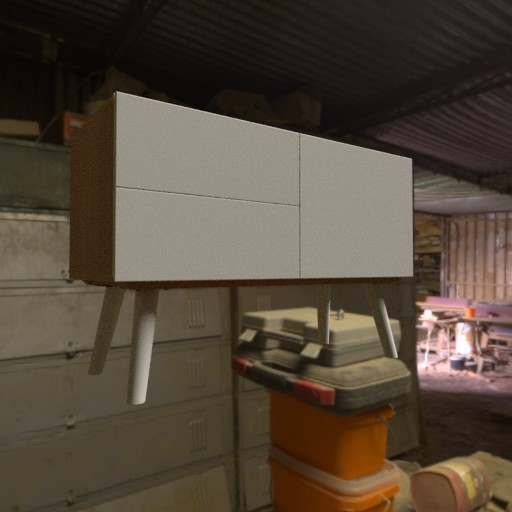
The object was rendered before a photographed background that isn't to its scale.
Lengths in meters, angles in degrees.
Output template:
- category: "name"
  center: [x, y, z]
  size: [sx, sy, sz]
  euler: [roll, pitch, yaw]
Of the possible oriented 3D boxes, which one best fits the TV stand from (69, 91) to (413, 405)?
- category: "TV stand"
  center: [0.000, 0.000, 1.358]
  size: [0.991, 0.660, 0.407]
  euler: [1, -2, -35]
